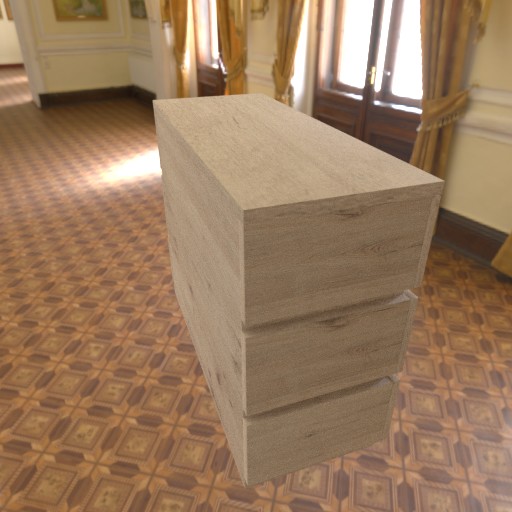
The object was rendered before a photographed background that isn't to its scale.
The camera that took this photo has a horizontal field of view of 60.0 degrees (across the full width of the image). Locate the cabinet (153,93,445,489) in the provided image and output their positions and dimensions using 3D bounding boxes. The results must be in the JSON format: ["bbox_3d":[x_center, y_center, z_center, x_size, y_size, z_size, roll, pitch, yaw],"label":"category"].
[{"bbox_3d":[0.000,0.000,1.443,0.420,0.820,1.040,-10,31,-17],"label":"cabinet"}]
